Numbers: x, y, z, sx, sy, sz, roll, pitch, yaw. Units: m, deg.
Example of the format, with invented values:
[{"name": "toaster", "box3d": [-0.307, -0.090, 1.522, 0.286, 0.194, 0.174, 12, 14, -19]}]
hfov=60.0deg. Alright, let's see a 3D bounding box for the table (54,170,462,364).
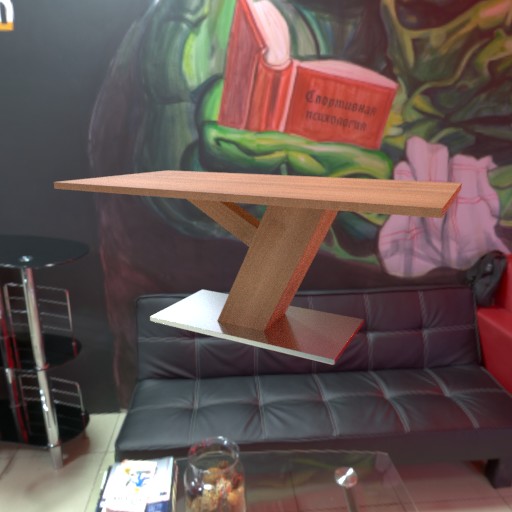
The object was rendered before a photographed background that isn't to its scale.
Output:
[{"name": "table", "box3d": [0.000, 0.000, 2.282, 1.800, 0.750, 0.900, 8, 17, 27]}]
